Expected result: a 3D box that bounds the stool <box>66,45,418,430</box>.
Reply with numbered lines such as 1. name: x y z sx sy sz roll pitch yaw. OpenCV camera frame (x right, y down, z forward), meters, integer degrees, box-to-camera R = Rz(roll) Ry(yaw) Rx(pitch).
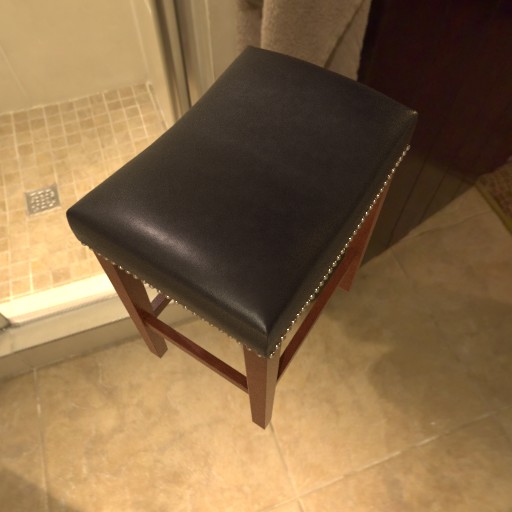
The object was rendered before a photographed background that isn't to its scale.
1. stool: 0.000 0.000 0.963 0.372 0.654 0.504 29 63 17
